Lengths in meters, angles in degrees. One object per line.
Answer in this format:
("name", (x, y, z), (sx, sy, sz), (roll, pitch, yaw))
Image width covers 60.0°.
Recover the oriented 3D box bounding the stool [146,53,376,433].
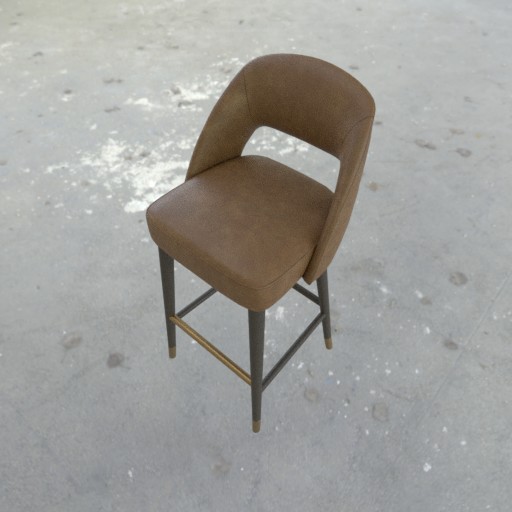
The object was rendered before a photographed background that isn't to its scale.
("stool", (0.000, 0.000, 1.354), (0.494, 1.037, 0.509), (33, 55, 27))
